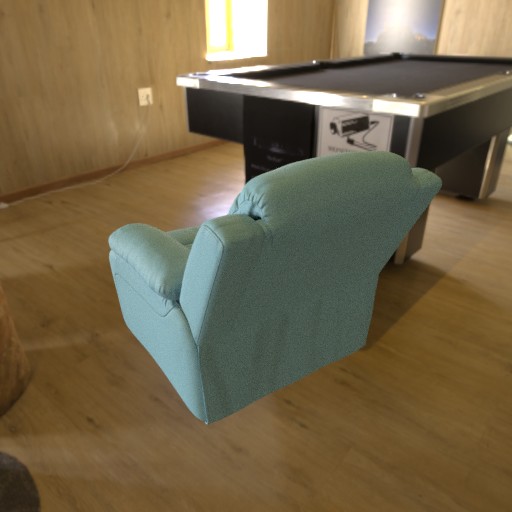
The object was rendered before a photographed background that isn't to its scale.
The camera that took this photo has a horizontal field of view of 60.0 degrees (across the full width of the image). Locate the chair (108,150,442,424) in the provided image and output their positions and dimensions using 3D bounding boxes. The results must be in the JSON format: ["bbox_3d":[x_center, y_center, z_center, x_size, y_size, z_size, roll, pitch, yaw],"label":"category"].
[{"bbox_3d":[0.000,0.000,1.263,0.680,0.702,0.709,-18,33,-29],"label":"chair"}]
